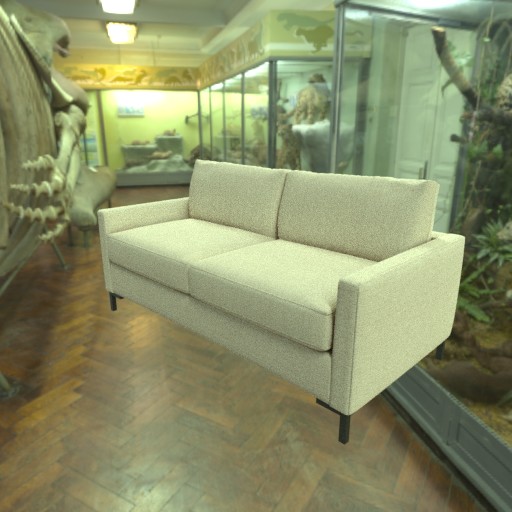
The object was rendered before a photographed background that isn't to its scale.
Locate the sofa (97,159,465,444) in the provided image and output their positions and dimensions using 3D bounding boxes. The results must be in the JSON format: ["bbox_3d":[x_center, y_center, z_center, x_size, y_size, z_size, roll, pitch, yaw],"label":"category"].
[{"bbox_3d":[0.000,0.000,2.137,1.651,0.812,0.839,16,23,42],"label":"sofa"}]
